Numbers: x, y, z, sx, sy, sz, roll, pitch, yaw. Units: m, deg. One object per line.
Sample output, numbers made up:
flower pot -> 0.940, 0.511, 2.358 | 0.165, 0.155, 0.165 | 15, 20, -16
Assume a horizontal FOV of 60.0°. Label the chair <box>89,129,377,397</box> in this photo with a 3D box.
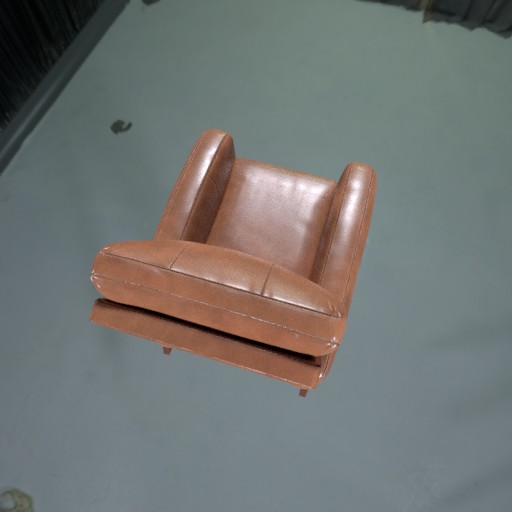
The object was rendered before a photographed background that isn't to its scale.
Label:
chair -> 0.000, 0.000, 1.652 | 0.762, 0.990, 0.990 | 15, 64, 8
